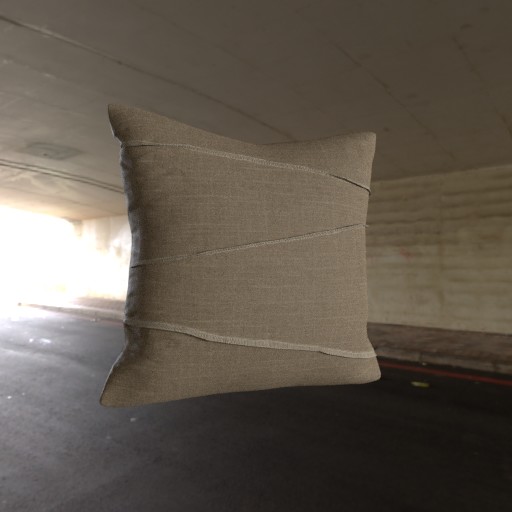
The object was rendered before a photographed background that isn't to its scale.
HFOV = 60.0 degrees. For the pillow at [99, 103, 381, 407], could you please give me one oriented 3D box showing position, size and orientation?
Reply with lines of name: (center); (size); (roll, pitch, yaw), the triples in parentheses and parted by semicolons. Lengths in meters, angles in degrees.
pillow: (0.000, 0.000, 0.640); (0.424, 0.400, 0.169); (0, -1, -19)
